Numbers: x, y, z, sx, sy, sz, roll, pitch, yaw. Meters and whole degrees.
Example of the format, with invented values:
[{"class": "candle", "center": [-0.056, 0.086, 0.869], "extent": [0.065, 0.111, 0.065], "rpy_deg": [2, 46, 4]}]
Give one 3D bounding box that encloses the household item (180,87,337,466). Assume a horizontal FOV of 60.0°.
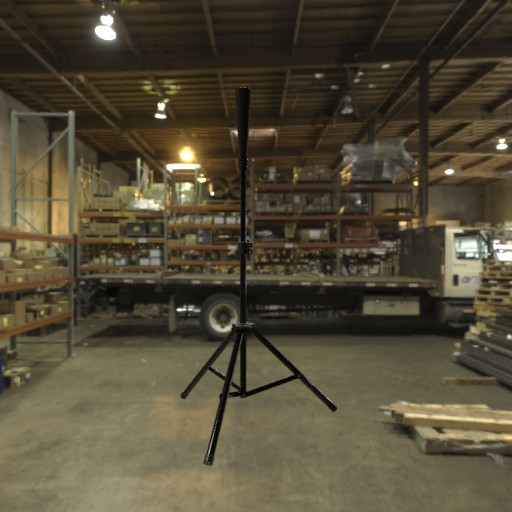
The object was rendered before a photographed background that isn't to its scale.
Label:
[{"class": "household item", "center": [0.000, 0.000, 1.390], "extent": [0.559, 1.067, 0.559], "rpy_deg": [0, 0, -1]}]
